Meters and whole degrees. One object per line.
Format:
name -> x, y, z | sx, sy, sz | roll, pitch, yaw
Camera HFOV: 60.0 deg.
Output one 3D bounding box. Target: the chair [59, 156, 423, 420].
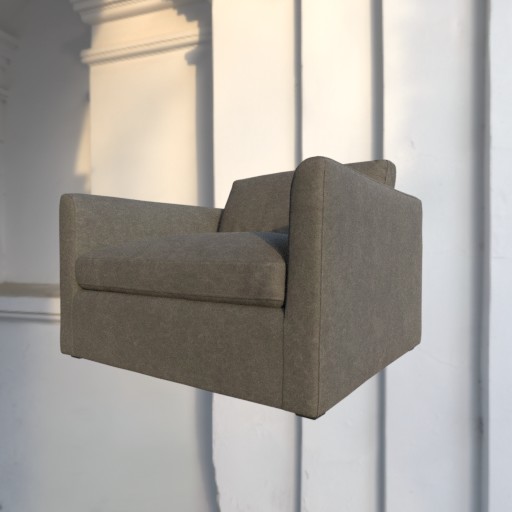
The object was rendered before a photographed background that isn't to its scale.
chair -> 0.000, 0.000, 1.825 | 1.190, 0.845, 1.091 | 0, 1, 37
